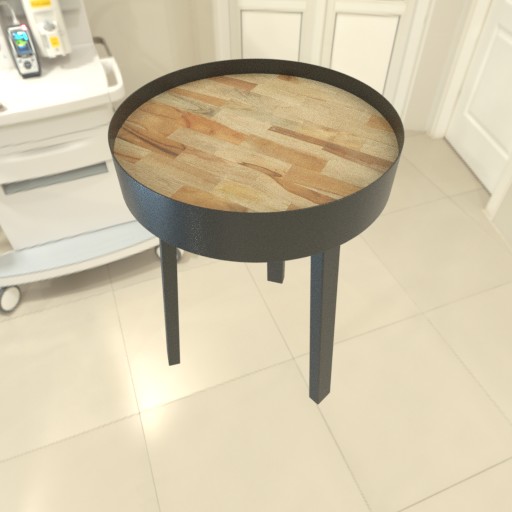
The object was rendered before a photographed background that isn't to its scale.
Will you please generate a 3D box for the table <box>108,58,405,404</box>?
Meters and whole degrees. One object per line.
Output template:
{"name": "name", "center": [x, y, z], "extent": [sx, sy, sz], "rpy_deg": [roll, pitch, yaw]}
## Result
{"name": "table", "center": [0.000, 0.000, 0.824], "extent": [0.406, 0.559, 0.406], "rpy_deg": [0, 46, 0]}
